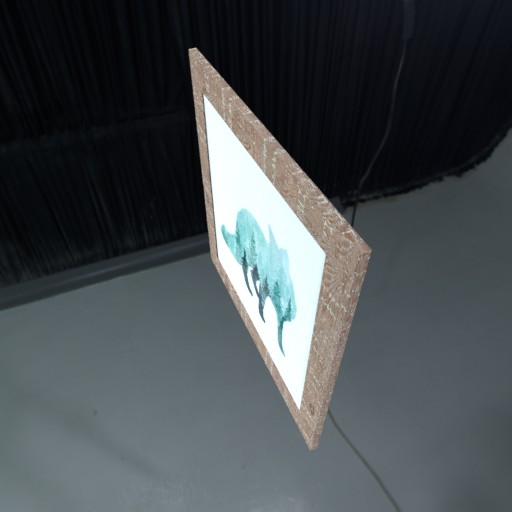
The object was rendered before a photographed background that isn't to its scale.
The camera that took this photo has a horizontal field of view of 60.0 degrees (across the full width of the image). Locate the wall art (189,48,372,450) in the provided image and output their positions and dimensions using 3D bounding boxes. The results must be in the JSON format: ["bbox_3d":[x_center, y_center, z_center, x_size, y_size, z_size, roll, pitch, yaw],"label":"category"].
[{"bbox_3d":[0.000,0.000,0.574,0.012,0.384,0.384,-18,50,-16],"label":"wall art"}]
